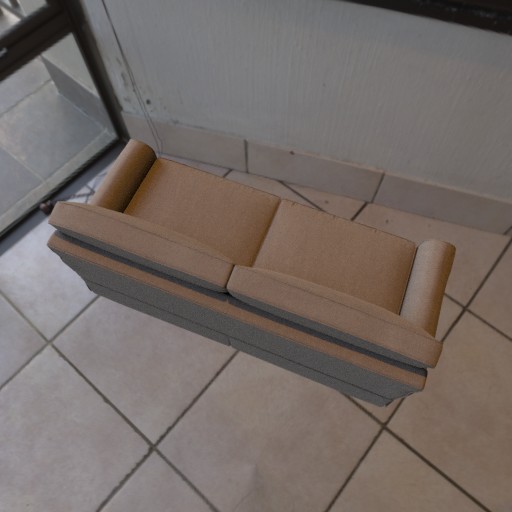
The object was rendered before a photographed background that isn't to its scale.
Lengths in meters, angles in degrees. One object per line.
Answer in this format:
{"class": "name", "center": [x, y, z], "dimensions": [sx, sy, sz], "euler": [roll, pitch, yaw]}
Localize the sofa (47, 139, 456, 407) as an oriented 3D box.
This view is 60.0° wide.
{"class": "sofa", "center": [0.000, 0.000, 2.734], "dimensions": [2.248, 0.943, 0.991], "euler": [20, 66, 9]}
